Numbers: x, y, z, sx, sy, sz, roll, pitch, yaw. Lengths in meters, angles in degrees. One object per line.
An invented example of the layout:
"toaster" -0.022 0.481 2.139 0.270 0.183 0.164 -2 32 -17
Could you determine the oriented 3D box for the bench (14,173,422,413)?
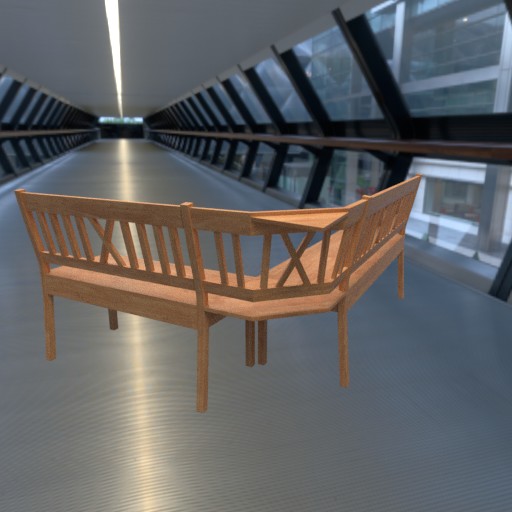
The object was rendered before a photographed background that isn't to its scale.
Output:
"bench" 0.000 0.000 2.665 1.537 0.902 1.937 8 17 27
